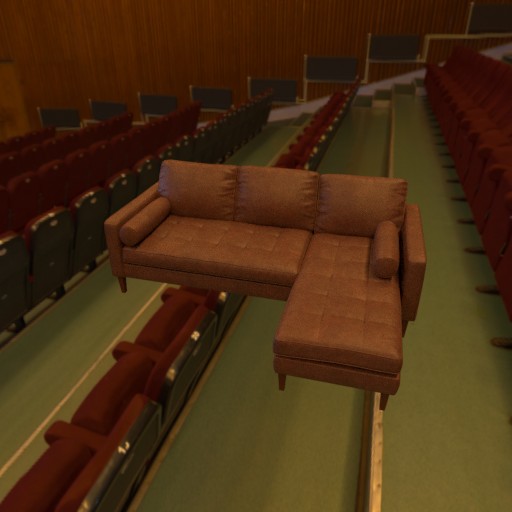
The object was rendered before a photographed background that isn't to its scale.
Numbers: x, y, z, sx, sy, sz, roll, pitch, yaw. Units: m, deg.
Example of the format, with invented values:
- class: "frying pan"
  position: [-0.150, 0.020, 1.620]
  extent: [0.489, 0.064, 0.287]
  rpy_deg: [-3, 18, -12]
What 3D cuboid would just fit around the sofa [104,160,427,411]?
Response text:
- class: "sofa"
  position: [0.000, 0.000, 3.034]
  extent: [2.185, 0.841, 1.613]
  rpy_deg: [7, 30, 13]
